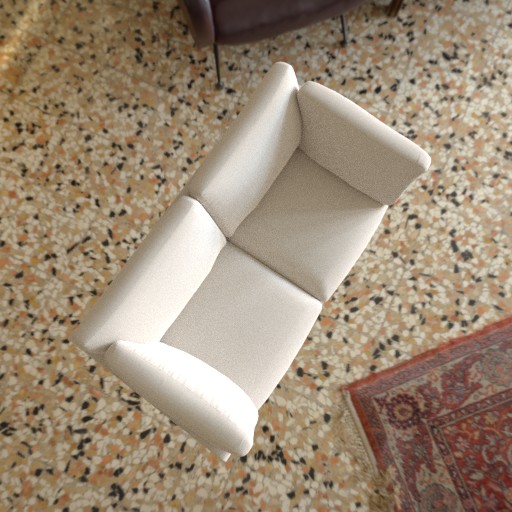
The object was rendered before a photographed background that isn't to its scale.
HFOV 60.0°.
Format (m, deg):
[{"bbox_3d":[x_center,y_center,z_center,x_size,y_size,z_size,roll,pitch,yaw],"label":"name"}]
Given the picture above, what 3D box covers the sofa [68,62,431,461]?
[{"bbox_3d":[0.000,0.000,2.364,0.970,0.836,1.776,33,79,7],"label":"sofa"}]
